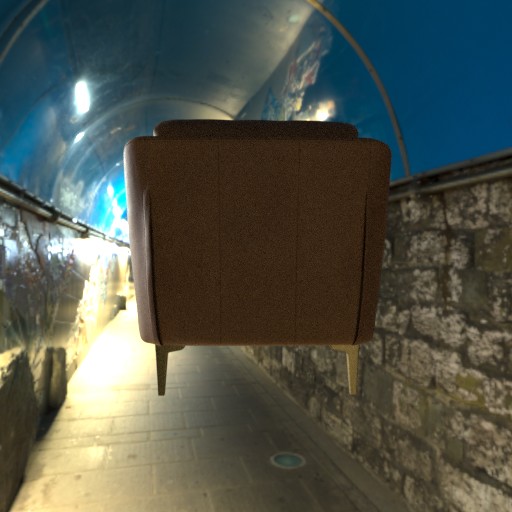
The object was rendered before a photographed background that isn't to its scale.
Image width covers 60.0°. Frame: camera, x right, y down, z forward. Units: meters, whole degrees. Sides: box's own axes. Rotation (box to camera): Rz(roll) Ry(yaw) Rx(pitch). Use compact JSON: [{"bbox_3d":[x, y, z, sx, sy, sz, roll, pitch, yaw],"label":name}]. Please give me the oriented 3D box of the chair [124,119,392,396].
[{"bbox_3d":[0.000,0.000,1.733,0.988,0.895,0.963,0,-1,-1],"label":"chair"}]
